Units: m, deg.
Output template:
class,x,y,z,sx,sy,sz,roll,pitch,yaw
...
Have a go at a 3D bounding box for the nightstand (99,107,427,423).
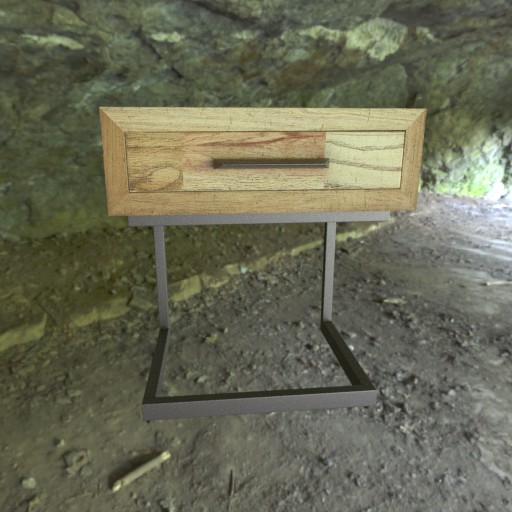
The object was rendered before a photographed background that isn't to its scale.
class,x,y,z,sx,sy,sz,roll,pitch,yaw
nightstand,0.000,0.000,1.026,0.558,0.632,0.481,-2,16,-6
